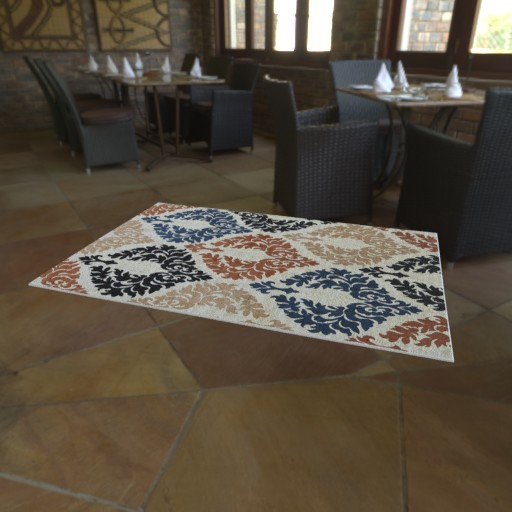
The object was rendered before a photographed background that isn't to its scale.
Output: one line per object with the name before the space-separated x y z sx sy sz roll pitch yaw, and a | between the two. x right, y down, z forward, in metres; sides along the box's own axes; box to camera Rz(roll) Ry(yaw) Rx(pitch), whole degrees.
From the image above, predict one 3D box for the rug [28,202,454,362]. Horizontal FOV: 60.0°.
rug | 0.000 0.000 2.875 2.275 0.014 1.514 8 27 16
